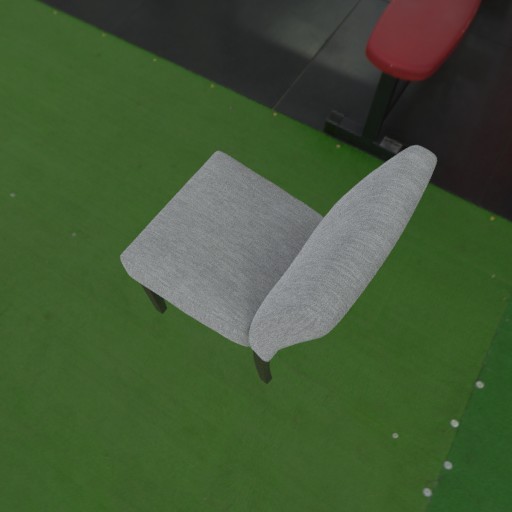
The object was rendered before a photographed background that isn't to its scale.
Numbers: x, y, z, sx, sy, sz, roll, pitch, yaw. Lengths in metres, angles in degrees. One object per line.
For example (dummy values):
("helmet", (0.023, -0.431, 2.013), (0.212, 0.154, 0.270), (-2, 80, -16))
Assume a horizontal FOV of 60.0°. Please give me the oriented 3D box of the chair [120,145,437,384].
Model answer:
("chair", (0.000, 0.000, 1.269), (0.629, 0.884, 0.487), (32, 68, 15))
